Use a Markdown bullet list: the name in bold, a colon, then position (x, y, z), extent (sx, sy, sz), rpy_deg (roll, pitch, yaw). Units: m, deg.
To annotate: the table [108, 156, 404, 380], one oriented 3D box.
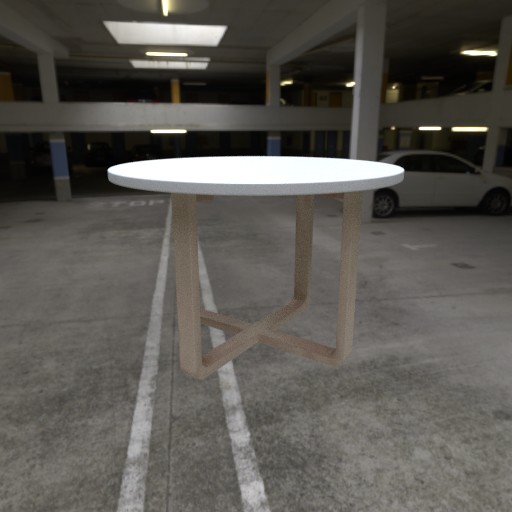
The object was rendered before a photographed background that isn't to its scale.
- **table**: position (0.000, 0.000, 0.997), extent (0.600, 0.400, 0.600), rpy_deg (0, 16, 0)
